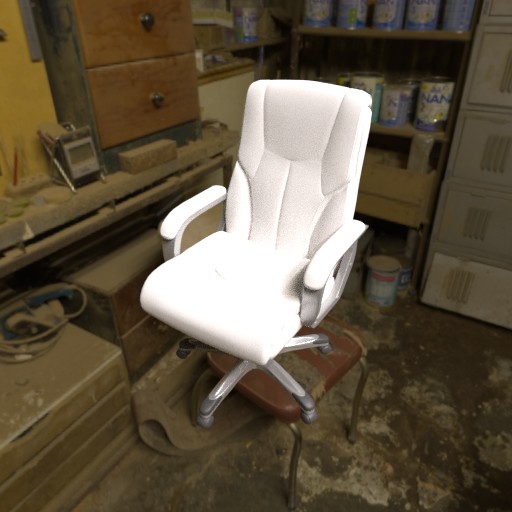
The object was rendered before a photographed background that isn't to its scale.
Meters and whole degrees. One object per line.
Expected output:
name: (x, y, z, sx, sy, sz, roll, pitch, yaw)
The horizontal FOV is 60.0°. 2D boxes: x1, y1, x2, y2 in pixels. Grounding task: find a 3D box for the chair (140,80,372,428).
chair: (0.000, 0.000, 1.620, 0.687, 1.120, 0.738, 18, 35, 29)
